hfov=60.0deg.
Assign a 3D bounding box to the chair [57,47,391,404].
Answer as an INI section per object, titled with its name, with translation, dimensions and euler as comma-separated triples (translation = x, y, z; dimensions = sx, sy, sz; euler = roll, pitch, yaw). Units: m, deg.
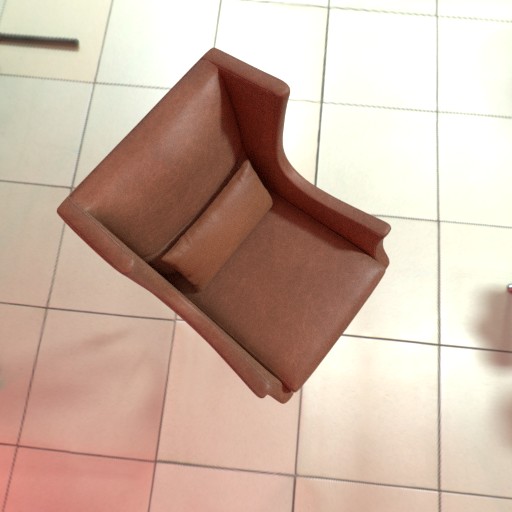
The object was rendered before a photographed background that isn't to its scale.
[chair]
translation = 0.000, 0.000, 1.744
dimensions = 0.913, 1.088, 0.815
euler = 38, 79, 9
